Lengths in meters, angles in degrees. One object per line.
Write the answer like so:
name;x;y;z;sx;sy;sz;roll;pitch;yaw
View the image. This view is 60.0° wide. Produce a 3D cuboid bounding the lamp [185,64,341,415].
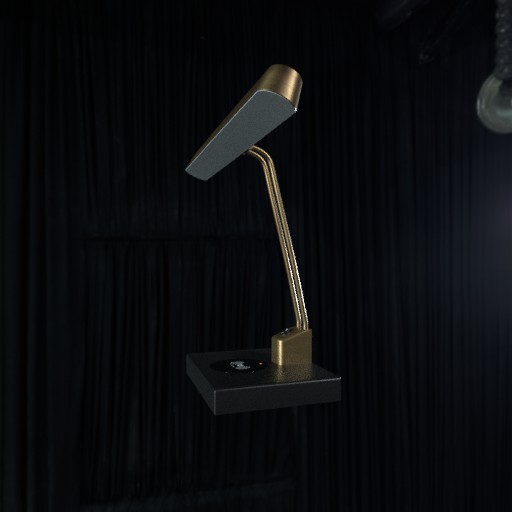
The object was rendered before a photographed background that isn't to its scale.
lamp;0.000;0.000;0.592;0.156;0.345;0.412;0;0;-18
